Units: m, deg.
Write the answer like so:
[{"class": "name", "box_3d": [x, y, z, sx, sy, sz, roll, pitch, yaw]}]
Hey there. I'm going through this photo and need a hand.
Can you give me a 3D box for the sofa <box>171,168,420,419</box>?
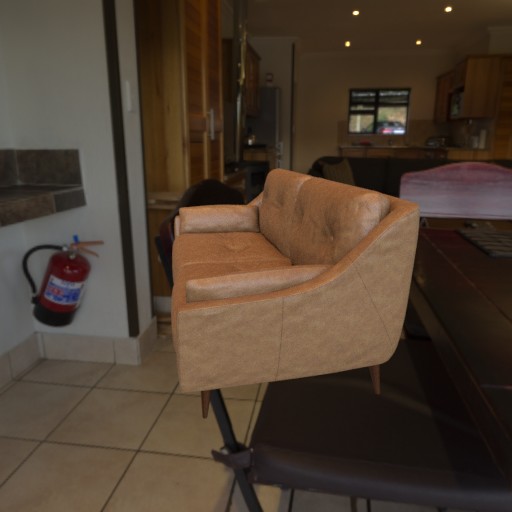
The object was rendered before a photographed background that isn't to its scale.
[{"class": "sofa", "box_3d": [0.000, 0.000, 2.381, 0.904, 0.839, 1.902, -3, 15, -10]}]
